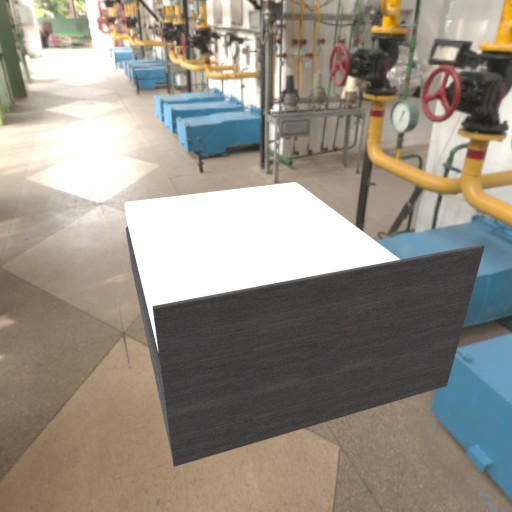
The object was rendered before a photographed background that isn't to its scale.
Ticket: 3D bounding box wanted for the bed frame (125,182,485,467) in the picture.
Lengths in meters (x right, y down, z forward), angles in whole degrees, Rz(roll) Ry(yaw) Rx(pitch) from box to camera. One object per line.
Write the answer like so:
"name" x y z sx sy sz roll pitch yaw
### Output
"bed frame" 0.000 0.000 2.664 1.400 0.800 1.900 -9 29 -17
